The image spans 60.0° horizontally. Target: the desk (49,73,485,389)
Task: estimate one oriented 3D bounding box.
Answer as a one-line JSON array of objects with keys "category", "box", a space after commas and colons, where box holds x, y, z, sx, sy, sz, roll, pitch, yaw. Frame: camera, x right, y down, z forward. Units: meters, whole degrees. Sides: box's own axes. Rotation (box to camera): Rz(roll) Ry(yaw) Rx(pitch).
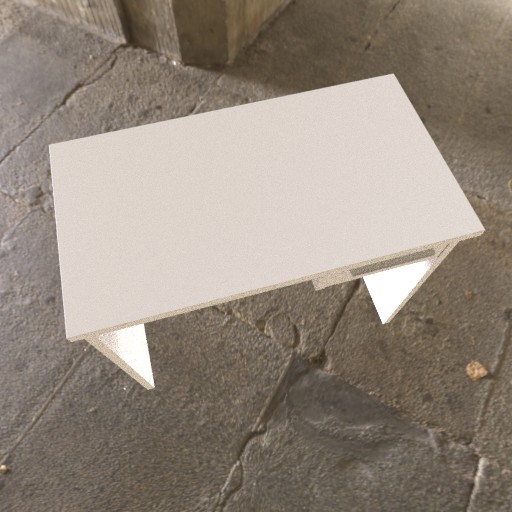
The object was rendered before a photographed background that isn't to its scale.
[{"category": "desk", "box": [0.000, 0.000, 1.344, 0.900, 0.729, 0.498, -14, 64, -7]}]
